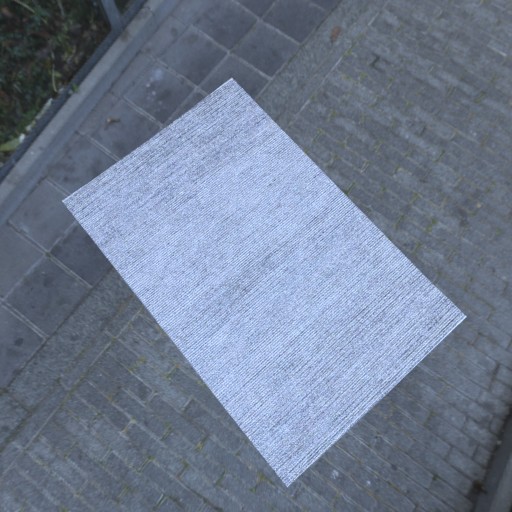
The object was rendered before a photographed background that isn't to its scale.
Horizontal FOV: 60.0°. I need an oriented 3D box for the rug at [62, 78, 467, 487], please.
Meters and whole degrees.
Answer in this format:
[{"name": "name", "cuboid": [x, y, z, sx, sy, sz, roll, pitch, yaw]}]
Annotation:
[{"name": "rug", "cuboid": [0.000, 0.000, 2.224, 1.159, 0.021, 1.789, -39, 78, -10]}]
